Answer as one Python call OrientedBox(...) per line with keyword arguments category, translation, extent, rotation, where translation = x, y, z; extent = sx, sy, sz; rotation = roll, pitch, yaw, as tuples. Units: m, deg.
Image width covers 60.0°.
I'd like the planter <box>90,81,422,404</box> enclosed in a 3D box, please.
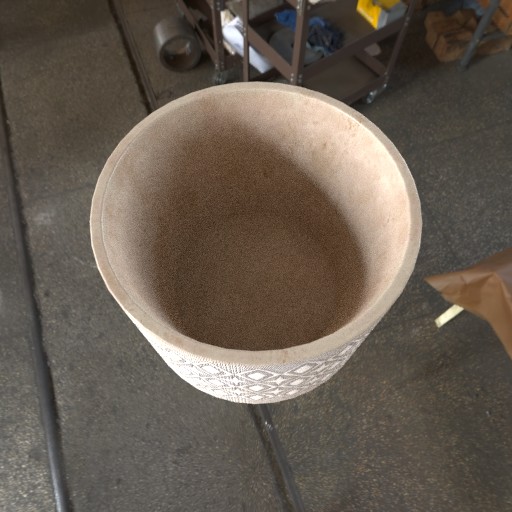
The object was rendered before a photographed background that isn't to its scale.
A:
OrientedBox(category="planter", translation=(0.000, 0.000, 0.278), extent=(0.164, 0.127, 0.164), rotation=(0, 64, 0))
